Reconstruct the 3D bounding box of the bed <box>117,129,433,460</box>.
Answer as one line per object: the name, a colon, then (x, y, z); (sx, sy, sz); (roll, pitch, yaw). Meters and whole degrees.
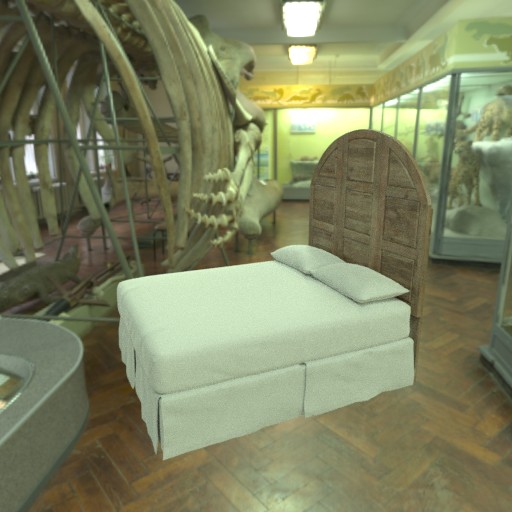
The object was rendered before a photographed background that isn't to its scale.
bed: (0.000, 0.000, 3.604); (2.112, 2.002, 1.713); (-7, 16, -24)
